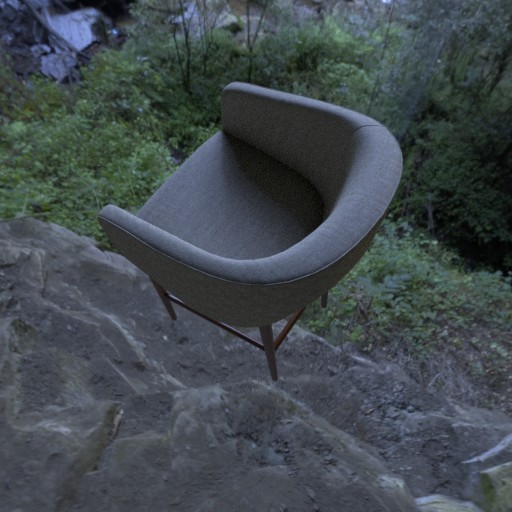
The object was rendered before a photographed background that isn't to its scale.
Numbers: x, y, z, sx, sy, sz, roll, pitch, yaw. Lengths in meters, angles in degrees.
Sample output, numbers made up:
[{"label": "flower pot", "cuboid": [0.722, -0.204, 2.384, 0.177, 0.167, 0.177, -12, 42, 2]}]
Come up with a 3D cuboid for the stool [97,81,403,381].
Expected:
[{"label": "stool", "cuboid": [0.000, 0.000, 1.411, 0.607, 1.078, 0.559, 33, 68, 15]}]
